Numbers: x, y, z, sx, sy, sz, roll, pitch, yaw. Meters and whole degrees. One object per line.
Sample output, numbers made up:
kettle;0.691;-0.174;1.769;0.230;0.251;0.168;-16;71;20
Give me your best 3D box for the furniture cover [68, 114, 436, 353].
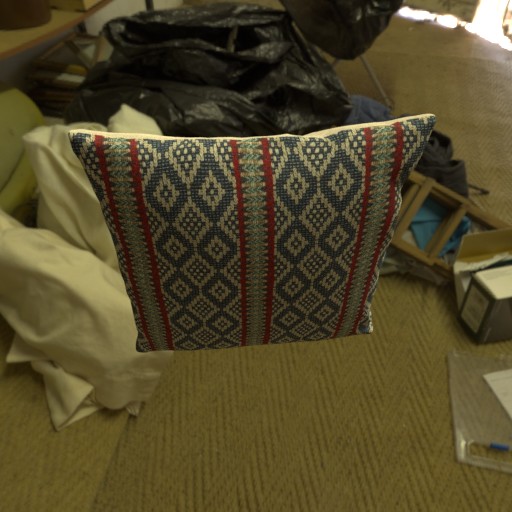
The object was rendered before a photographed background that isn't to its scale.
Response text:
furniture cover;0.000;0.000;0.660;0.431;0.431;0.139;-4;45;-4
